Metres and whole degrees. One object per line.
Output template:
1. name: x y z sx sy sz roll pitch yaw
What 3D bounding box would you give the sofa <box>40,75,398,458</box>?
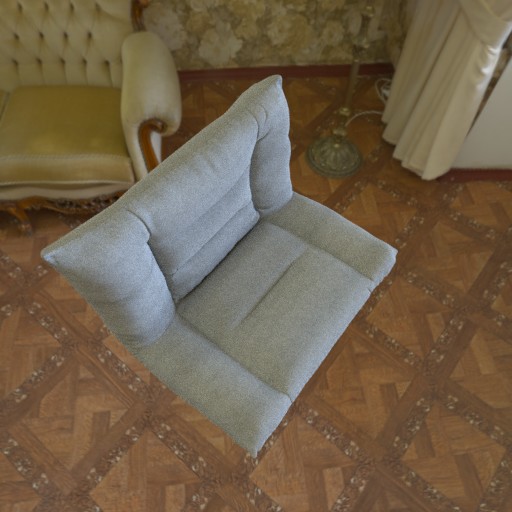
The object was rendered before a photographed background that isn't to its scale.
1. sofa: 0.000 0.000 1.726 0.847 0.795 1.144 33 64 19
